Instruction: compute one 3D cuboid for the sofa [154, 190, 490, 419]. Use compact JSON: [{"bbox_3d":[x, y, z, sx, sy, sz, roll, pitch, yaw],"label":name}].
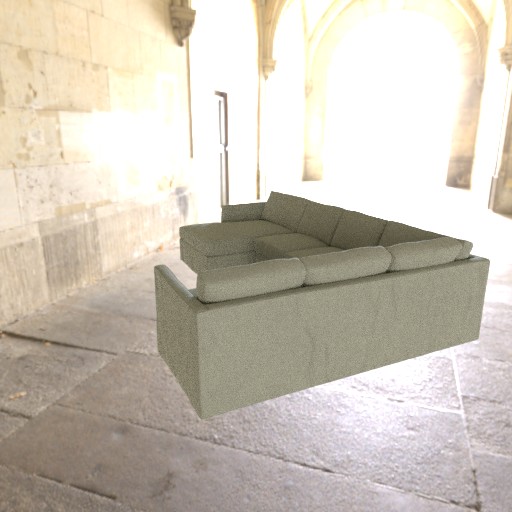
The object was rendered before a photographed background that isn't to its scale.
[{"bbox_3d":[0.000,0.000,4.492,2.440,0.869,3.434,-8,17,-25],"label":"sofa"}]
